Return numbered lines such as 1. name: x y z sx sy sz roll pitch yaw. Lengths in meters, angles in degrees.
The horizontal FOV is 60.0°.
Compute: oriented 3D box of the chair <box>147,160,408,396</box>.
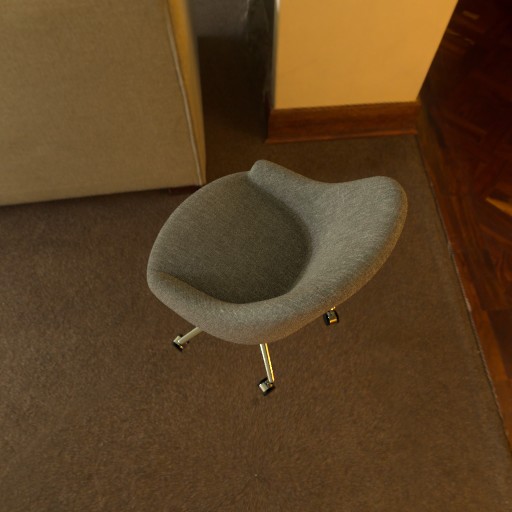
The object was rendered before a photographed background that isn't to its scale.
1. chair: 0.000 0.000 1.430 0.712 0.950 0.671 34 68 15
